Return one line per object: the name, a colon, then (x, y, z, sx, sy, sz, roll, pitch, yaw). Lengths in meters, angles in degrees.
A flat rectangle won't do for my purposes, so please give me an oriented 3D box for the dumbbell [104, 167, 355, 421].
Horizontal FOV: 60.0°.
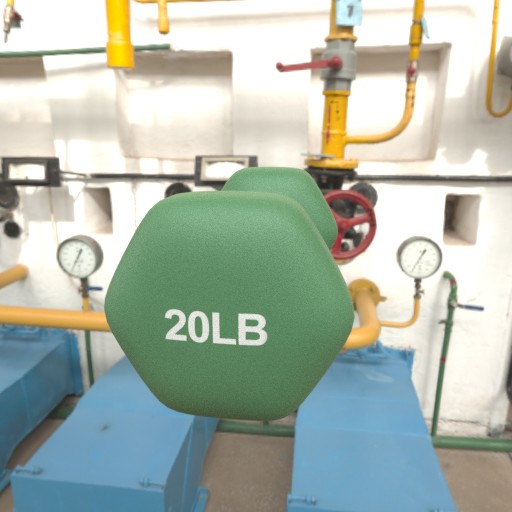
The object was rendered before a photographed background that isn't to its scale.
dumbbell: (0.000, 0.000, 0.319, 0.126, 0.114, 0.257, 2, 15, 8)
